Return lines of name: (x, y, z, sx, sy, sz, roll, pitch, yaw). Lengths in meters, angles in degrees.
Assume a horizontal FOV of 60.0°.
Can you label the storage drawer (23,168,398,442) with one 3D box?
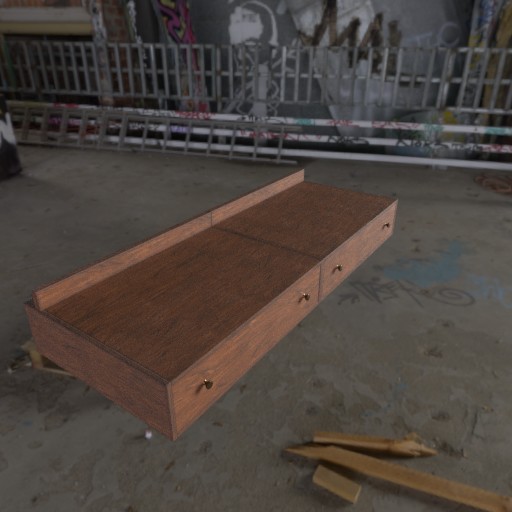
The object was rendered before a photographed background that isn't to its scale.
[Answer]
storage drawer: (0.000, 0.000, 2.192, 0.774, 0.339, 1.914, 18, 32, 31)
